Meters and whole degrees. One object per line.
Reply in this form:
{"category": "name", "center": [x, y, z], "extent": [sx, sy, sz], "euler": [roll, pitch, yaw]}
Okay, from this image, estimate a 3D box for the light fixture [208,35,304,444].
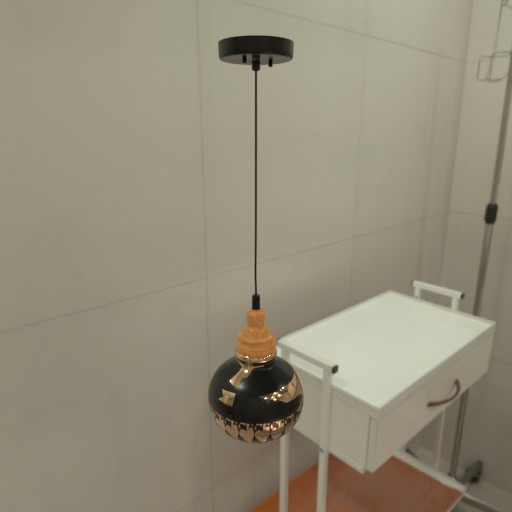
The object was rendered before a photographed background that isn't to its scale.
{"category": "light fixture", "center": [0.000, 0.000, 1.827], "extent": [0.430, 1.606, 0.430], "euler": [-14, 21, -42]}
